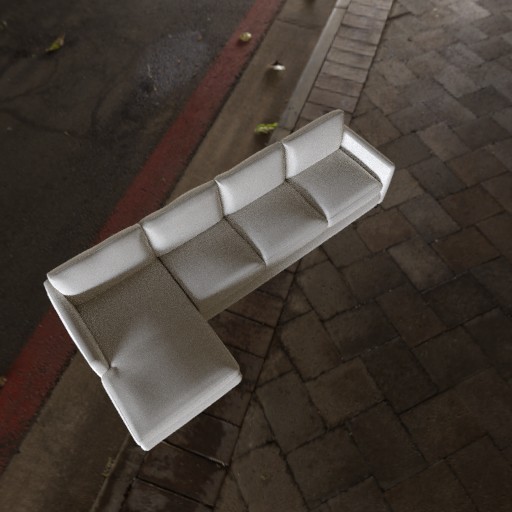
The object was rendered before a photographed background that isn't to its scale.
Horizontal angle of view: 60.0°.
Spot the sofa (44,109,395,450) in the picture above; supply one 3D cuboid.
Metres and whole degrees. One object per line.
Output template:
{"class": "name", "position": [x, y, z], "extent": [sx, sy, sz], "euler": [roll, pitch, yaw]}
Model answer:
{"class": "sofa", "position": [0.000, 0.000, 3.856], "extent": [3.186, 0.875, 1.467], "euler": [-33, 64, -19]}
